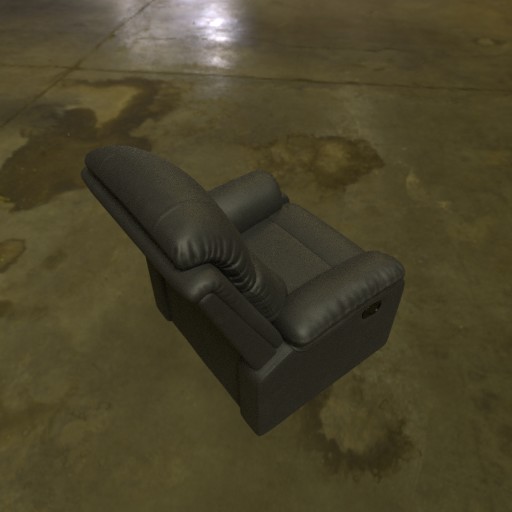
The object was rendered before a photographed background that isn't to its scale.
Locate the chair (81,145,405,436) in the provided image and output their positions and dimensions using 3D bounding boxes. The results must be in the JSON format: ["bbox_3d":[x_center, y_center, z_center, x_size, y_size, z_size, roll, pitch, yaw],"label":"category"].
[{"bbox_3d":[0.000,0.000,1.665,0.919,0.992,0.855,-27,49,-27],"label":"chair"}]
